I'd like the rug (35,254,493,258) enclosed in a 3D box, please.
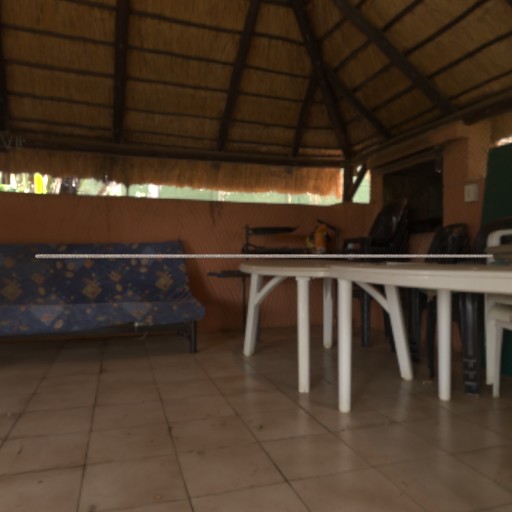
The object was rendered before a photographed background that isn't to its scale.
[{"bbox_3d":[0.000,0.000,2.950,2.438,0.015,1.524,0,0,-18],"label":"rug"}]
